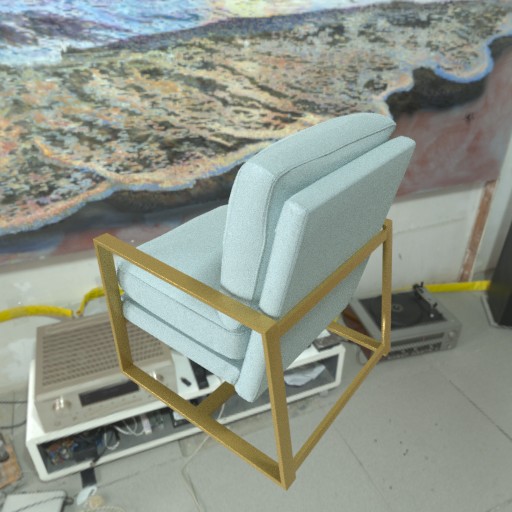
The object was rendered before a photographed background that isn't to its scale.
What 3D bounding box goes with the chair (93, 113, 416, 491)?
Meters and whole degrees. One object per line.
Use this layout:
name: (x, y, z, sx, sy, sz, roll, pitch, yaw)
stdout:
chair: (0.000, 0.000, 1.525, 0.813, 0.956, 0.758, 22, 37, 32)
